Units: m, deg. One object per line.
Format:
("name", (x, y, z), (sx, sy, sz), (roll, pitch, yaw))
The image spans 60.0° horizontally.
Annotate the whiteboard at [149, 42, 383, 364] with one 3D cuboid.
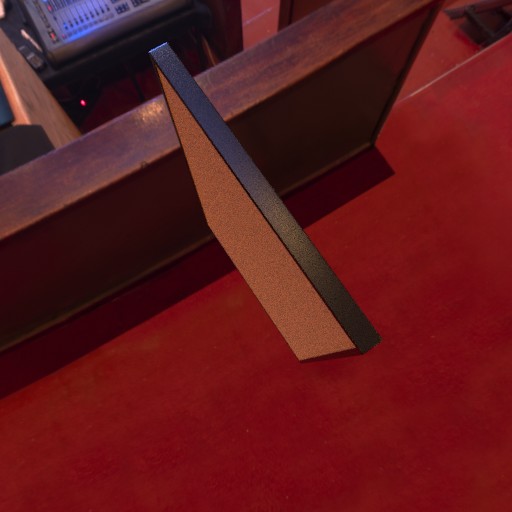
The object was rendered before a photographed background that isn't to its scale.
("whiteboard", (0.000, 0.000, 0.761), (0.026, 0.611, 0.406), (-33, 78, -8))
